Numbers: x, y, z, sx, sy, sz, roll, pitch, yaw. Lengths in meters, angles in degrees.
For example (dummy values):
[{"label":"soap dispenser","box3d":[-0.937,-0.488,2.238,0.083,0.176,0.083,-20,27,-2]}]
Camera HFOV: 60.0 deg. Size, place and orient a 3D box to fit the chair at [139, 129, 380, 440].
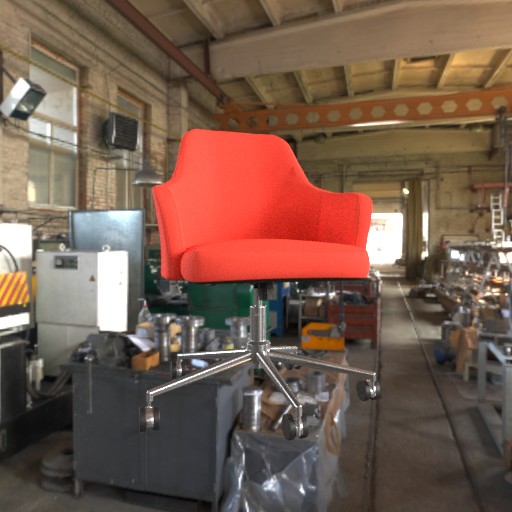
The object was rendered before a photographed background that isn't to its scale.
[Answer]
[{"label":"chair","box3d":[0.000,0.000,1.255,0.655,0.820,0.600,0,1,-17]}]
